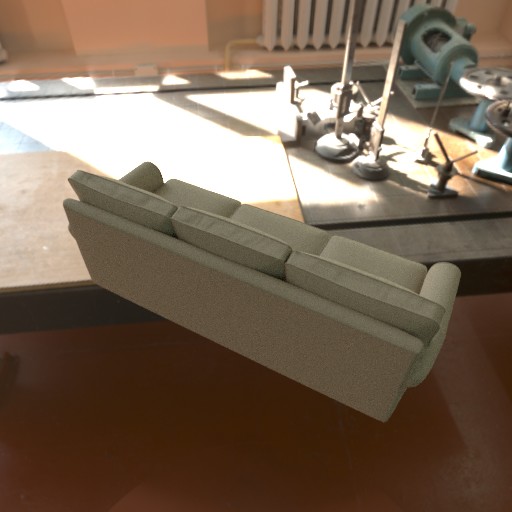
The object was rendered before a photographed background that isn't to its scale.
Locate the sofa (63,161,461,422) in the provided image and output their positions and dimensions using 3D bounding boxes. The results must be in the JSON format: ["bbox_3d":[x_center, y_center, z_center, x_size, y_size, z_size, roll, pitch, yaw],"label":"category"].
[{"bbox_3d":[0.000,0.000,2.818,2.354,0.948,0.966,21,49,20],"label":"sofa"}]
